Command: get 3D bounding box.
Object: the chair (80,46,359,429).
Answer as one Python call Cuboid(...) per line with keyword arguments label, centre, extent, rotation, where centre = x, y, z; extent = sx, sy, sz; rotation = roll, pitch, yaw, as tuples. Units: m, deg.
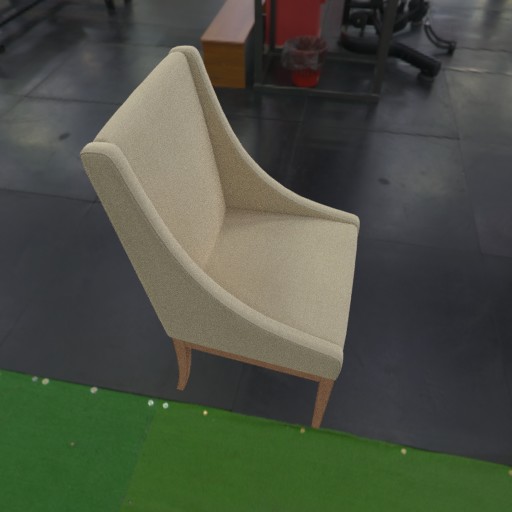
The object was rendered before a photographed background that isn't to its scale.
Cuboid(label="chair", centre=(0.000, 0.000, 1.368), extent=(0.611, 1.021, 0.575), rotation=(10, 48, 9))
